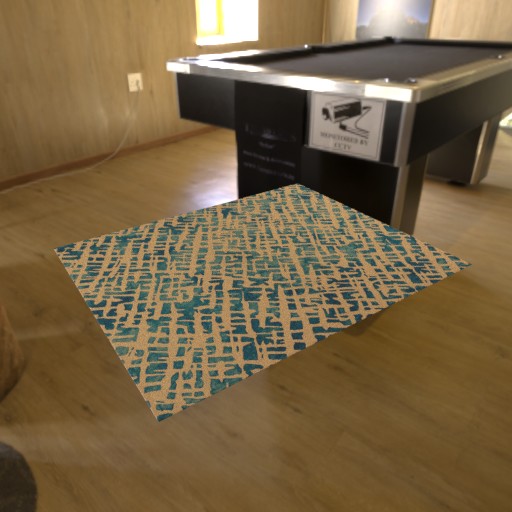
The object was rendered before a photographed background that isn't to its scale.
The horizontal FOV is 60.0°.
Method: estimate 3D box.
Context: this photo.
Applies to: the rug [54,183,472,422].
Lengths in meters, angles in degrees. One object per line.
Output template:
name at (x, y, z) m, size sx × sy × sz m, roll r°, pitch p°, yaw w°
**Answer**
rug at (0.000, 0.000, 4.091) m, size 3.007 × 0.007 × 2.435 m, roll -19°, pitch 35°, yaw -29°
